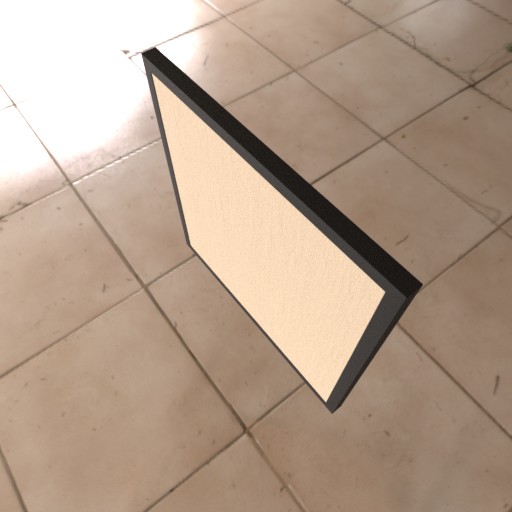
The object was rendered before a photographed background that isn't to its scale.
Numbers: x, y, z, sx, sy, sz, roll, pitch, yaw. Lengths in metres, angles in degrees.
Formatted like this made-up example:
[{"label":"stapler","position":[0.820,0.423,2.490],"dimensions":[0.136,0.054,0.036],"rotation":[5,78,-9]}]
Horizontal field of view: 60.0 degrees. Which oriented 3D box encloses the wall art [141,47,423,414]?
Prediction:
[{"label":"wall art","position":[0.000,0.000,0.458],"dimensions":[0.015,0.304,0.306],"rotation":[-34,64,-19]}]
